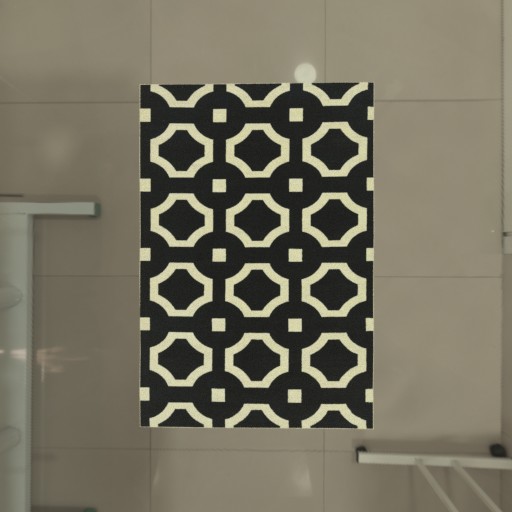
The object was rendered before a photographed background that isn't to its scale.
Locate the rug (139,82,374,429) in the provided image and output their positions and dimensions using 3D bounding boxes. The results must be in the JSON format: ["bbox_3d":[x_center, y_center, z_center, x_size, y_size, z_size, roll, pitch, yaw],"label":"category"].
[{"bbox_3d":[0.000,0.000,2.935,1.555,0.016,2.286,0,90,1],"label":"rug"}]
